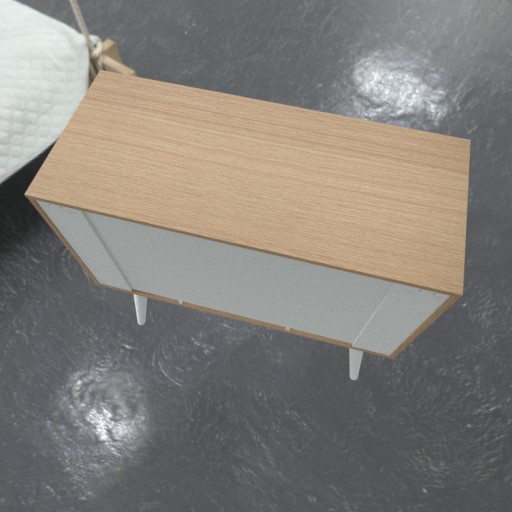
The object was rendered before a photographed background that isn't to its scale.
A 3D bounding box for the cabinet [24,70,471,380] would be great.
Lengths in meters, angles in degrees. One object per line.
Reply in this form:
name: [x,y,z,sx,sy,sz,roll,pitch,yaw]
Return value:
cabinet: [0.000,0.000,1.585,1.057,1.016,0.470,13,63,7]
